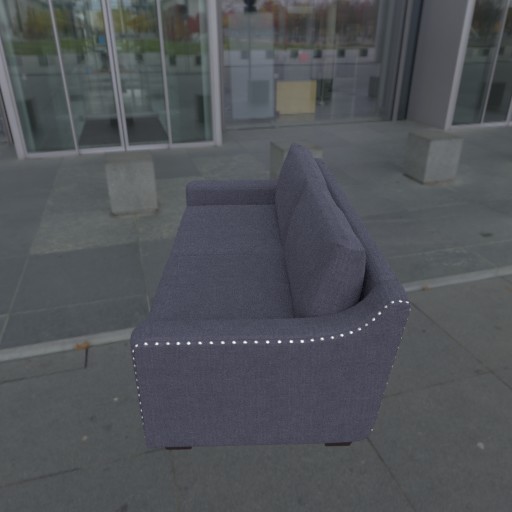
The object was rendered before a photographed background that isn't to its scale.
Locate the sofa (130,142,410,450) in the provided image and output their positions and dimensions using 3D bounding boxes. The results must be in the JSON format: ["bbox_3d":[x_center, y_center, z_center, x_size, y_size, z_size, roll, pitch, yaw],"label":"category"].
[{"bbox_3d":[0.000,0.000,3.279,1.336,1.196,2.550,-1,27,-1],"label":"sofa"}]
